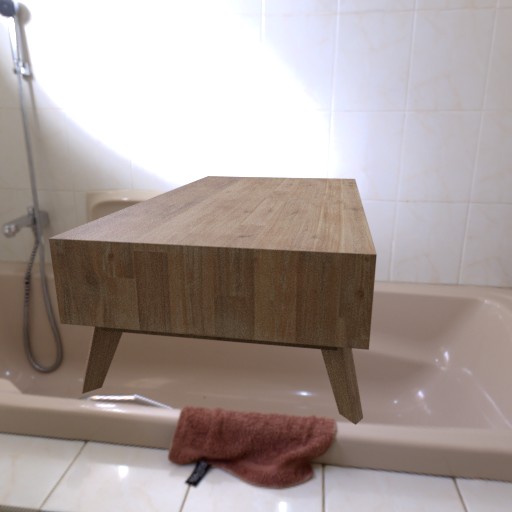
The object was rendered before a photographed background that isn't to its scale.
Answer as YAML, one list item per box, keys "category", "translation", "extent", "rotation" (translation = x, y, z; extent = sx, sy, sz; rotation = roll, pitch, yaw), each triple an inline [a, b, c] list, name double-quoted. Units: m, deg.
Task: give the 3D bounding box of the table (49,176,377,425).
- category: "table"
  translation: [0.000, 0.000, 2.022]
  extent: [0.918, 0.531, 1.619]
  rotation: [3, 17, 10]
